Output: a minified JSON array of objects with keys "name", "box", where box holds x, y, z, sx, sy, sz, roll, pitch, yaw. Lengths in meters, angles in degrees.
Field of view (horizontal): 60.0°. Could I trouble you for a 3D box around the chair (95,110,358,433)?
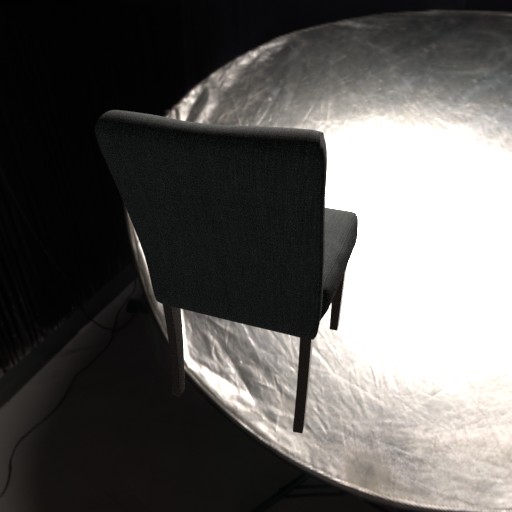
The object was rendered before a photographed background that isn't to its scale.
[{"name":"chair","box":[0.000,0.000,1.236,0.487,0.884,0.629,11,34,17]}]
